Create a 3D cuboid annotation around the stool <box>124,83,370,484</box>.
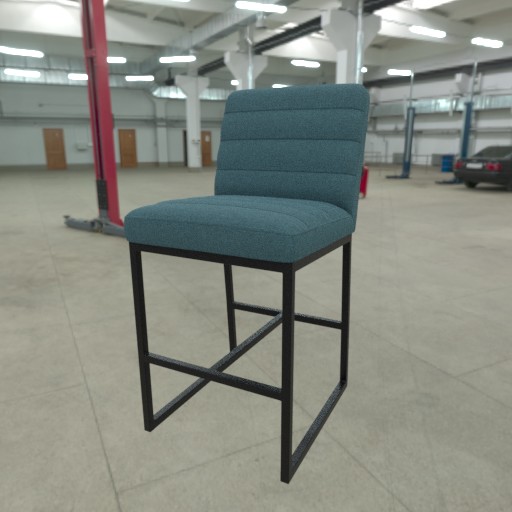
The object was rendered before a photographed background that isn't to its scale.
[{"bbox_3d":[0.000,0.000,1.240,0.460,0.940,0.560,7,16,27],"label":"stool"}]
